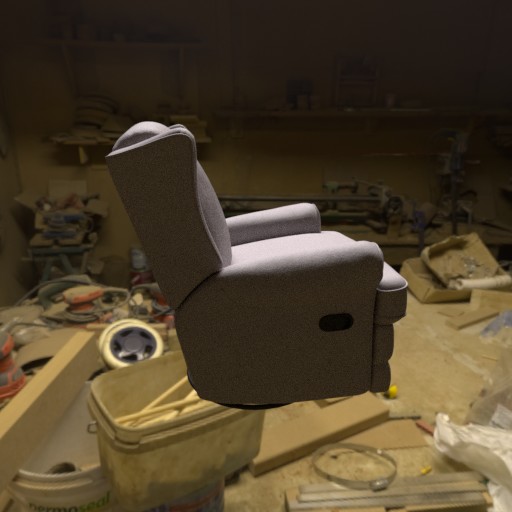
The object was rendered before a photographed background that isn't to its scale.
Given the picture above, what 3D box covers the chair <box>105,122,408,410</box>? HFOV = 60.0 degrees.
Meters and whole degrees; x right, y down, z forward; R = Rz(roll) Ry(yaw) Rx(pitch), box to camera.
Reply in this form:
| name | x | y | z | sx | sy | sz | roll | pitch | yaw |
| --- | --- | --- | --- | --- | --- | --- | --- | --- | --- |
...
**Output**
| name | x | y | z | sx | sy | sz | roll | pitch | yaw |
| --- | --- | --- | --- | --- | --- | --- | --- | --- | --- |
| chair | 0.000 | 0.000 | 1.741 | 0.969 | 1.011 | 0.847 | -3 | 18 | -9 |
